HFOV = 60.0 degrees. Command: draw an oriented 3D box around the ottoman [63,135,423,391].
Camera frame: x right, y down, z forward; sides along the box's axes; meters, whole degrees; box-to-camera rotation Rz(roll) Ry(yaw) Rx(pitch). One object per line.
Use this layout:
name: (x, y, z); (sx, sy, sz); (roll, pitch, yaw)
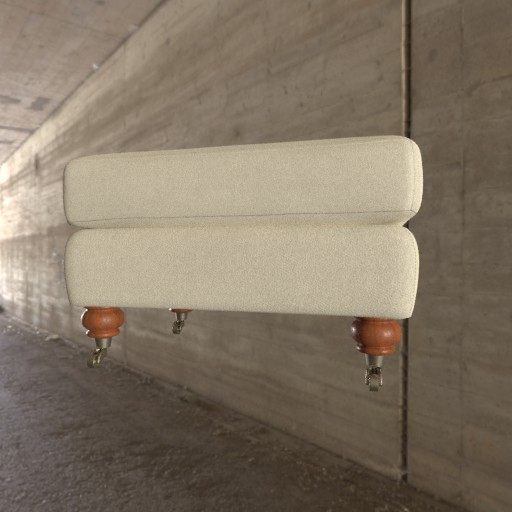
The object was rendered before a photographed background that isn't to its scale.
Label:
ottoman: (0.000, 0.000, 1.143); (0.773, 0.499, 0.569); (0, 1, 15)
